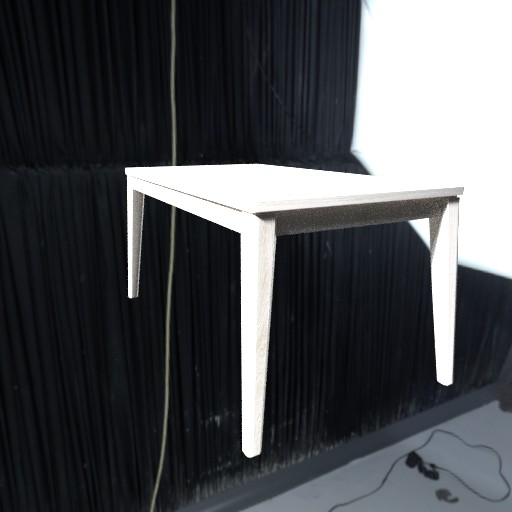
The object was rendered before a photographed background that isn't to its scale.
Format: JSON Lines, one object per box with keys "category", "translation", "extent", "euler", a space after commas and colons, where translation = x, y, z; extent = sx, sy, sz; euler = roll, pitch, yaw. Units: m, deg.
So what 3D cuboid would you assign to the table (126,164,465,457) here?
{"category": "table", "translation": [0.000, 0.000, 2.106], "extent": [0.900, 0.760, 1.600], "euler": [-8, 17, -27]}
